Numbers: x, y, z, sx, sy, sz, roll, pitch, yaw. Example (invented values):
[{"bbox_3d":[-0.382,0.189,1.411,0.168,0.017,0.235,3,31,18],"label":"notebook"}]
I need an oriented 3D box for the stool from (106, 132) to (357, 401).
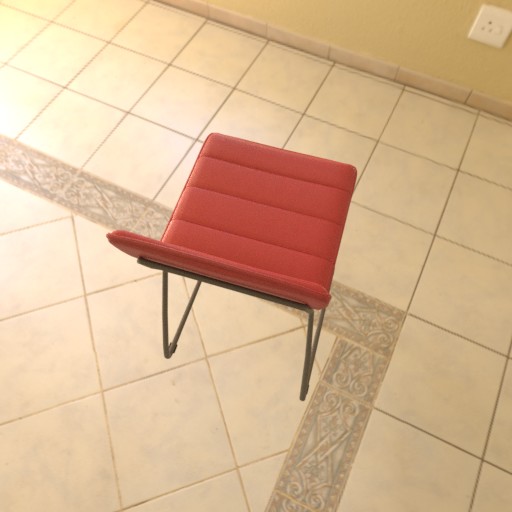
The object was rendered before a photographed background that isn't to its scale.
[{"bbox_3d":[0.000,0.000,1.189,0.489,0.866,0.524,15,65,7],"label":"stool"}]
